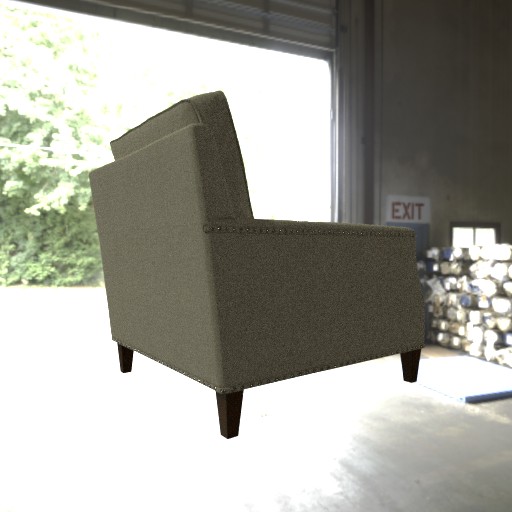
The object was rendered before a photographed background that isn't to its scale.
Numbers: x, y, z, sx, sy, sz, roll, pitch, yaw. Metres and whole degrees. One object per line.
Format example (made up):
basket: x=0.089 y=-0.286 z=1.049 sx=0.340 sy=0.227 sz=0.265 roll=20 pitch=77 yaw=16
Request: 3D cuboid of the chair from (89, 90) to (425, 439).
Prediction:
chair: x=0.000 y=0.000 z=1.705 sx=1.014 sy=0.943 sz=0.853 roll=-1 pitch=1 yaw=-37
